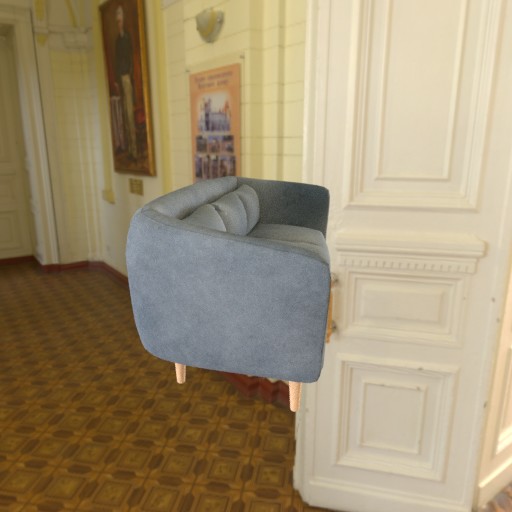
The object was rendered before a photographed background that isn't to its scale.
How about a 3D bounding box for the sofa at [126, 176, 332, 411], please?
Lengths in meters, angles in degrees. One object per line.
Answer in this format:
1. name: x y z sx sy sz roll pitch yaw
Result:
1. sofa: 0.000 0.000 2.533 0.849 0.795 2.095 2 15 9
